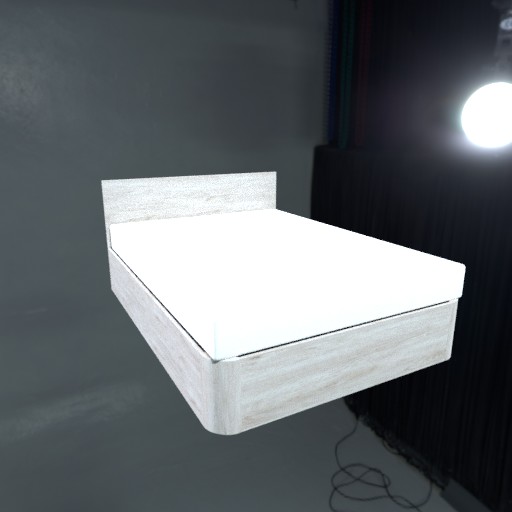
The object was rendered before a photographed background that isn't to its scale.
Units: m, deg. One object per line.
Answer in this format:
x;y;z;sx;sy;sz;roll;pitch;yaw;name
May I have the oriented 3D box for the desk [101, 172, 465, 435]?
0.000;0.000;2.693;1.400;0.800;1.900;-8;18;-27;desk
